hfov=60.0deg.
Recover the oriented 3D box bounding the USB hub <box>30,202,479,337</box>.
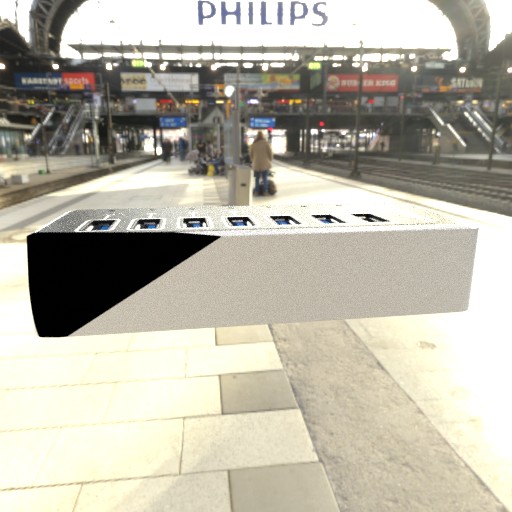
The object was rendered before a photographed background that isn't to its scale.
[{"bbox_3d":[0.000,0.000,0.125,0.110,0.023,0.044,-2,14,-9],"label":"USB hub"}]
